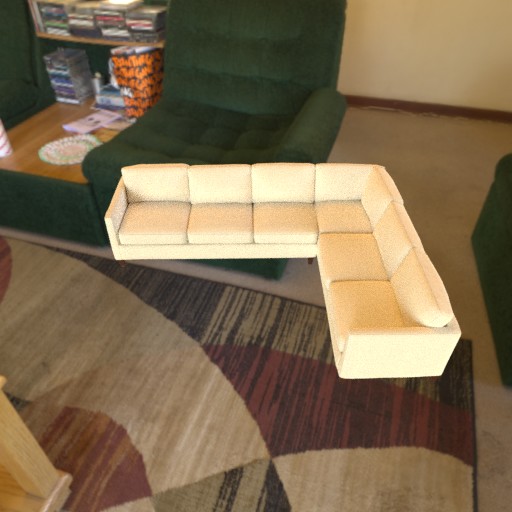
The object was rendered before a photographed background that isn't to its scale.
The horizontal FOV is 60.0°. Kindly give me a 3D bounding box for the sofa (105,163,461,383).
[{"bbox_3d":[0.000,0.000,4.646,3.302,0.947,2.593,-1,41,-1],"label":"sofa"}]
